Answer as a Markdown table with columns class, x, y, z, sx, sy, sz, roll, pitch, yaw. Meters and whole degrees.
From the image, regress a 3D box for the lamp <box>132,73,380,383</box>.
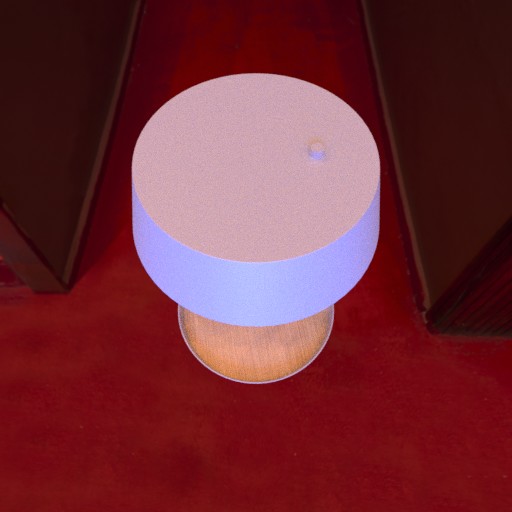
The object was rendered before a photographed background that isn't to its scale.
| class | x | y | z | sx | sy | sz | roll | pitch | yaw |
| --- | --- | --- | --- | --- | --- | --- | --- | --- | --- |
| lamp | 0.000 | 0.000 | 0.623 | 0.291 | 0.429 | 0.291 | 0 | 60 | 0 |
